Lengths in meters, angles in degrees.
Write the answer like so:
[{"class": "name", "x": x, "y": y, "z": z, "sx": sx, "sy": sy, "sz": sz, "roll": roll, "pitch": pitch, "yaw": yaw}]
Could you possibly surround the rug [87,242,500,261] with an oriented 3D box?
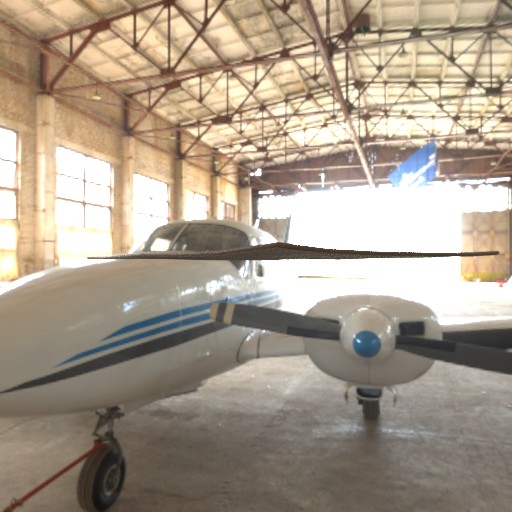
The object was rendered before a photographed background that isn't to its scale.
[{"class": "rug", "x": 0.000, "y": 0.000, "z": 2.956, "sx": 1.553, "sy": 0.053, "sz": 2.430, "roll": 1, "pitch": -1, "yaw": -35}]
